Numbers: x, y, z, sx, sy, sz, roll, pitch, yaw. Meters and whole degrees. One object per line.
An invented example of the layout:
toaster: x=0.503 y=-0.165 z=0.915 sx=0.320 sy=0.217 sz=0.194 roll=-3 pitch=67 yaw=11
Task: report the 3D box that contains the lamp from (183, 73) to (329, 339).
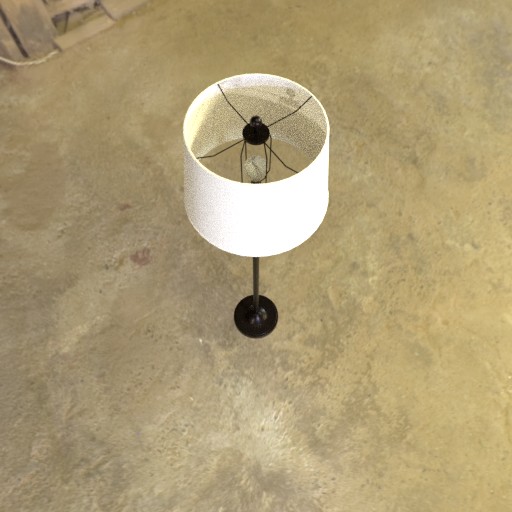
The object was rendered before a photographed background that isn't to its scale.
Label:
lamp: x=0.000 y=0.000 z=1.712 sx=0.431 sy=1.484 sz=0.431 roll=0 pitch=64 yaw=0
